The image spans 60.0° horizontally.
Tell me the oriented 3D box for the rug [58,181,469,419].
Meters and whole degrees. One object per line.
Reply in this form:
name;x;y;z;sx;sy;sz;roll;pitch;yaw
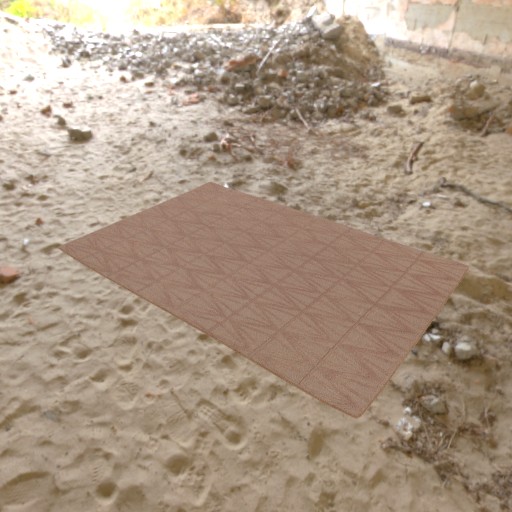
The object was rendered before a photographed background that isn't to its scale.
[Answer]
rug;0.000;0.000;2.348;1.837;0.025;1.230;23;38;32
